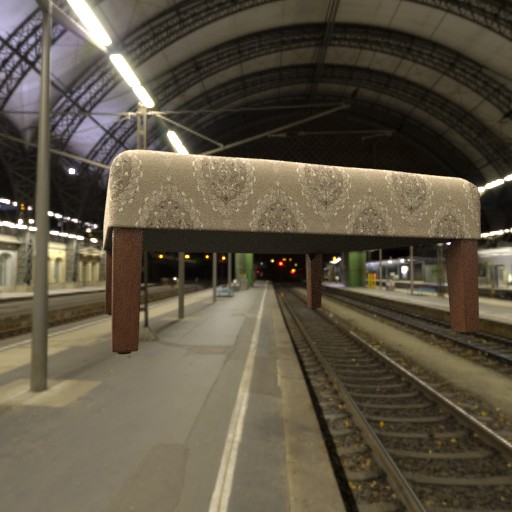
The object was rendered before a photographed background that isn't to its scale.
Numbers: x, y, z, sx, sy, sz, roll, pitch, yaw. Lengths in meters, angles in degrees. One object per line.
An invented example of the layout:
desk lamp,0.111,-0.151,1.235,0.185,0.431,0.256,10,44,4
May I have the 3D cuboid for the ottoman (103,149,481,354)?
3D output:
ottoman,0.000,0.000,1.372,0.889,0.411,0.890,1,-2,-20
